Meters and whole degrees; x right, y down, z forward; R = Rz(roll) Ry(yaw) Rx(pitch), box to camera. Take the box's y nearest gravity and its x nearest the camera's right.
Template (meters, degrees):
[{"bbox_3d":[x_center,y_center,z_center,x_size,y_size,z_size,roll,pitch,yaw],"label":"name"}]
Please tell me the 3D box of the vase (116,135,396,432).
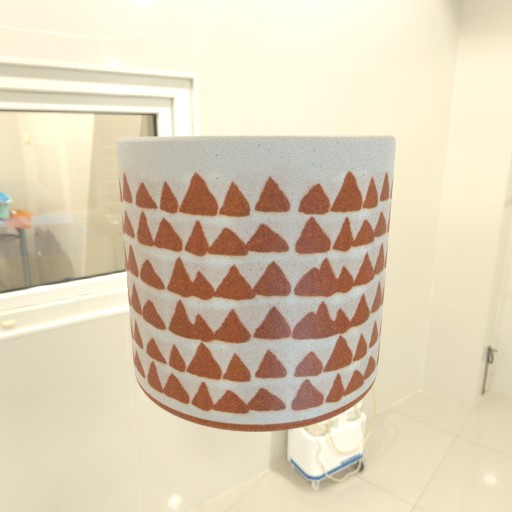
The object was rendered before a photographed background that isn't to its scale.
[{"bbox_3d":[0.000,0.000,0.242,0.137,0.127,0.137,0,15,0],"label":"vase"}]
